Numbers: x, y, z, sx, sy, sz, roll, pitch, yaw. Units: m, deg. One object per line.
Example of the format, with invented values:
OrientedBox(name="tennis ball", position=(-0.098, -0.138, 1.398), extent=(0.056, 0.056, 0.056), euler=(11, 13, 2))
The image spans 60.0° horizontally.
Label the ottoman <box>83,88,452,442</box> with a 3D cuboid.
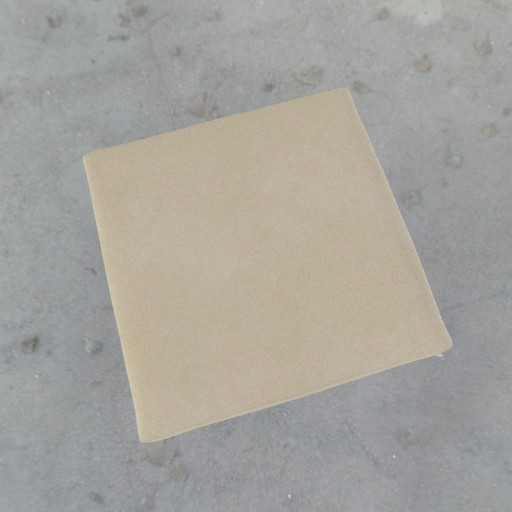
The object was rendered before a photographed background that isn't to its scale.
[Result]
OrientedBox(name="ottoman", position=(0.000, 0.000, 1.886), extent=(1.205, 0.522, 1.190), euler=(-16, 75, -4))
